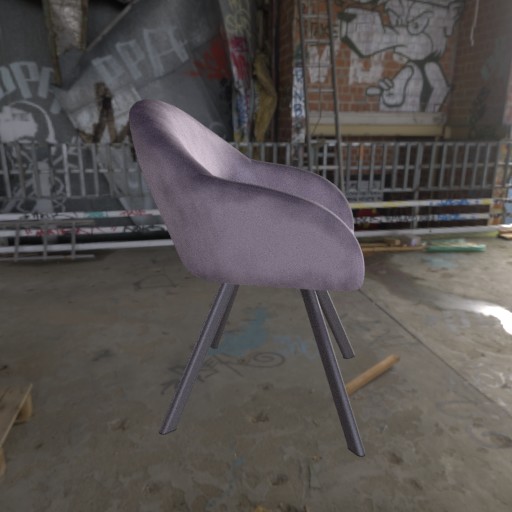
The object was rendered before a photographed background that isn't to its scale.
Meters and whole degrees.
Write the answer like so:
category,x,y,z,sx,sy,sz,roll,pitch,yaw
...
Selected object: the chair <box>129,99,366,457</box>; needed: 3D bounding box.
category,x,y,z,sx,sy,sz,roll,pitch,yaw
chair,0.000,0.000,1.184,0.590,0.795,0.550,3,16,9
